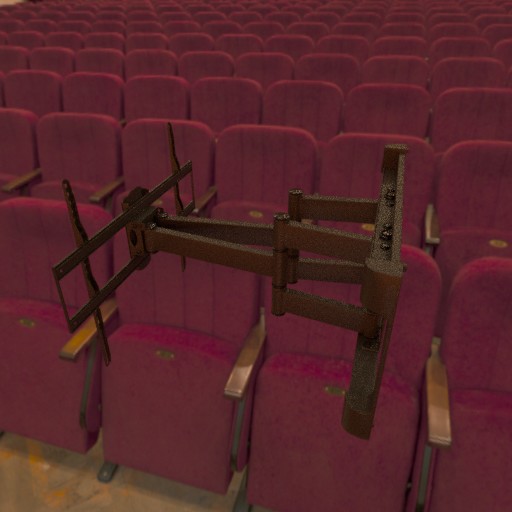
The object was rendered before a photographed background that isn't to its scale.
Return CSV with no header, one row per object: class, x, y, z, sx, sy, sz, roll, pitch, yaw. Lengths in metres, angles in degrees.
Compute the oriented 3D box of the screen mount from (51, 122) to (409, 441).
screen mount,0.000,0.000,1.083,0.644,0.491,0.661,9,32,14
